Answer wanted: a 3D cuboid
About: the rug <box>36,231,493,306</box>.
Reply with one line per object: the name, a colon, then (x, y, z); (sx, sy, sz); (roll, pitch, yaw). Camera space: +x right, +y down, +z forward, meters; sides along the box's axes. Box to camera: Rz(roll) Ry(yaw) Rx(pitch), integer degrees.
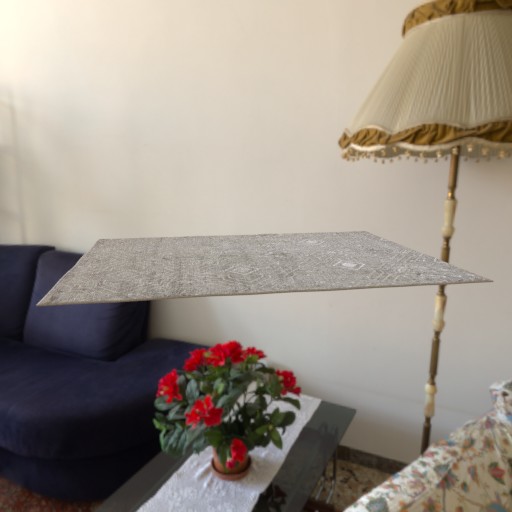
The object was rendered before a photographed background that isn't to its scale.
rug: (0.000, 0.000, 4.355); (3.359, 0.020, 2.448); (-2, 13, -10)
